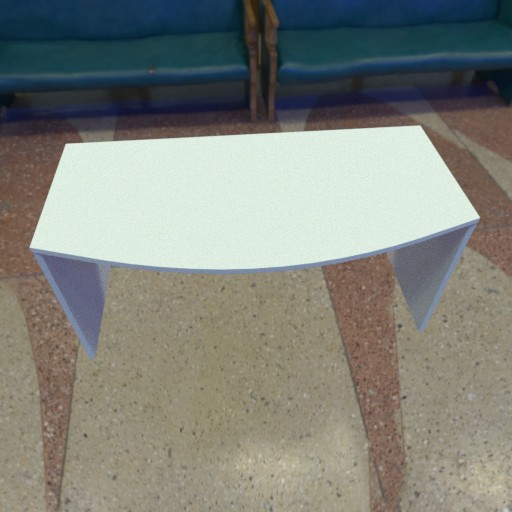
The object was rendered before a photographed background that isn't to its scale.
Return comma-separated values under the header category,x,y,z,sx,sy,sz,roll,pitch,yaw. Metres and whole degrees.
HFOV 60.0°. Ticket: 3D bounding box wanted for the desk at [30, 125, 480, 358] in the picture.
category,x,y,z,sx,sy,sz,roll,pitch,yaw
desk,0.000,0.000,1.999,1.600,0.750,0.802,-4,47,-4
